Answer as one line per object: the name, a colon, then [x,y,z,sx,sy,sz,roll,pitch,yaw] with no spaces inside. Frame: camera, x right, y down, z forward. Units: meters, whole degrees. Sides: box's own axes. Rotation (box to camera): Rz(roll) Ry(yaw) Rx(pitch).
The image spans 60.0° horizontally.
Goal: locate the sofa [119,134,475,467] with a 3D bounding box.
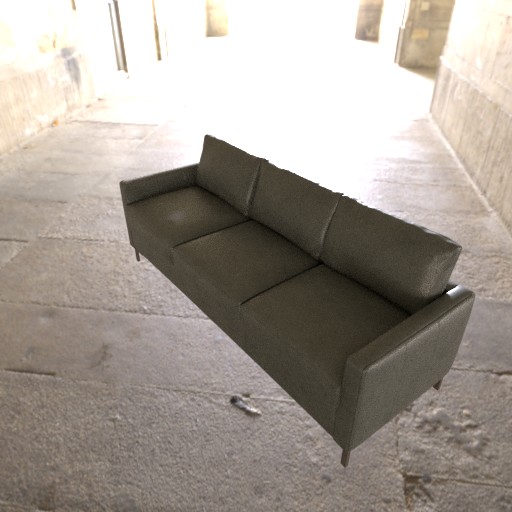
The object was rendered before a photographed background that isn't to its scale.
sofa: [0.000,0.000,2.376,0.748,0.805,2.029,-22,39,-31]
